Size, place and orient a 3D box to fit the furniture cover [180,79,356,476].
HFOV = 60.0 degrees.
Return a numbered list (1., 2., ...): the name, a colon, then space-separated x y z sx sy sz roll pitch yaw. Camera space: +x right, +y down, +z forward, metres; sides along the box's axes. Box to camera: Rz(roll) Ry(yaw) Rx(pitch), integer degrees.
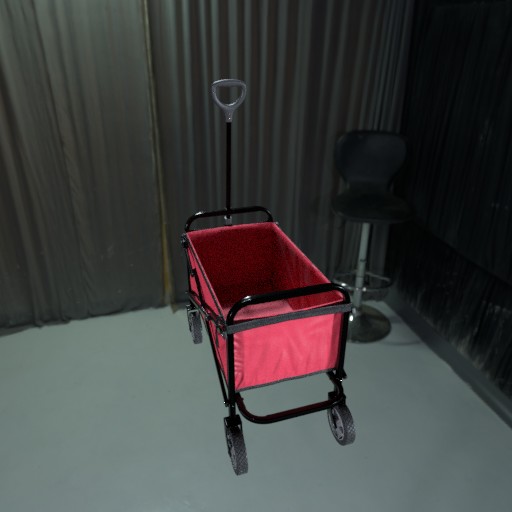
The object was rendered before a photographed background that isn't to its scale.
1. furniture cover: 0.000 0.000 1.820 0.532 1.295 1.038 -8 28 -16
